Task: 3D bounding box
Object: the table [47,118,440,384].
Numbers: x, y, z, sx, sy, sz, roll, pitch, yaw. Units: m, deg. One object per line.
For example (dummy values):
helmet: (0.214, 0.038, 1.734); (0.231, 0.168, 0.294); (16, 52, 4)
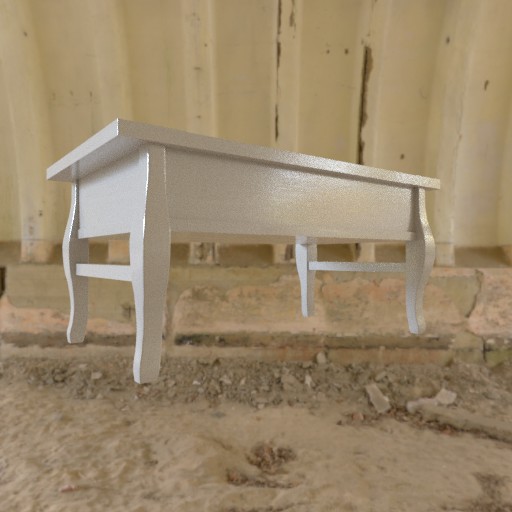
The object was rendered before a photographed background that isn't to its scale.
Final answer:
table: (0.000, 0.000, 1.353); (1.062, 0.495, 0.600); (0, 0, -37)
